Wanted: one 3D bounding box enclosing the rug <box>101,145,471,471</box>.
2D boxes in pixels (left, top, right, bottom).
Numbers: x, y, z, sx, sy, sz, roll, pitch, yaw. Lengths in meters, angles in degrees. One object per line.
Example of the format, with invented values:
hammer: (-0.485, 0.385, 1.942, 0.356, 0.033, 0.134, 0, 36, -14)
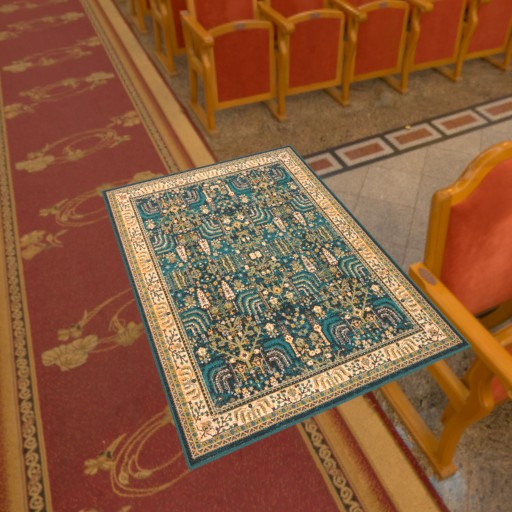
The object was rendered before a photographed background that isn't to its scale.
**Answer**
rug: (0.000, 0.000, 4.007, 2.226, 0.015, 3.044, -17, 49, -16)
